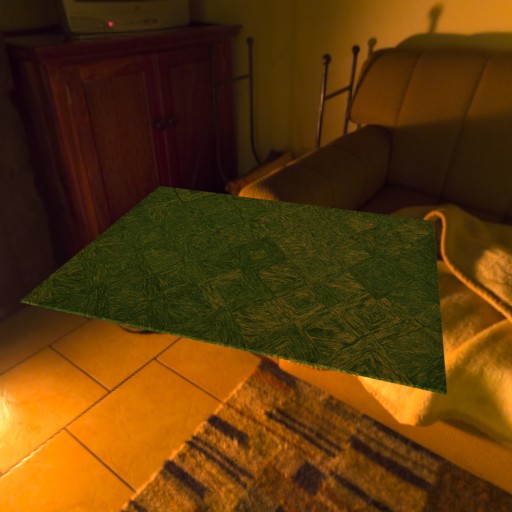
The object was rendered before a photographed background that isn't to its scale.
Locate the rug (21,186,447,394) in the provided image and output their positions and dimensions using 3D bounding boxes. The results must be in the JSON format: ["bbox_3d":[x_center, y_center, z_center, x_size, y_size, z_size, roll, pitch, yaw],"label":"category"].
[{"bbox_3d":[0.000,0.000,4.130,3.217,0.027,2.405,9,33,14],"label":"rug"}]
